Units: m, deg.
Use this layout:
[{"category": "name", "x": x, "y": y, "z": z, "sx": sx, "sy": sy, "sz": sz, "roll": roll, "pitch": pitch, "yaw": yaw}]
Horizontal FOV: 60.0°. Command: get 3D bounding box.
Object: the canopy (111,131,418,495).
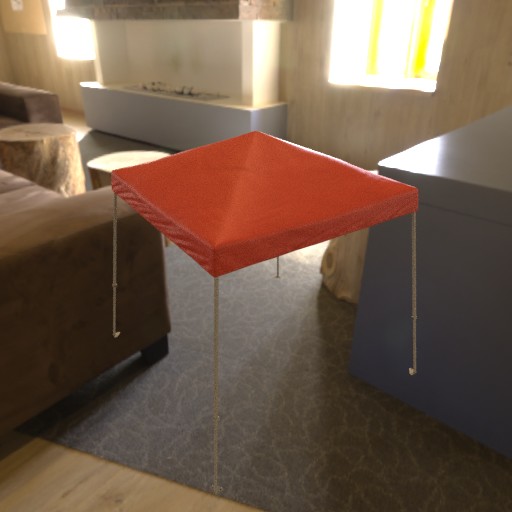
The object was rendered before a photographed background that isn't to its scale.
[{"category": "canopy", "x": 0.000, "y": 0.000, "z": 5.130, "sx": 2.849, "sy": 2.850, "sz": 2.850, "roll": -18, "pitch": 33, "yaw": -30}]
